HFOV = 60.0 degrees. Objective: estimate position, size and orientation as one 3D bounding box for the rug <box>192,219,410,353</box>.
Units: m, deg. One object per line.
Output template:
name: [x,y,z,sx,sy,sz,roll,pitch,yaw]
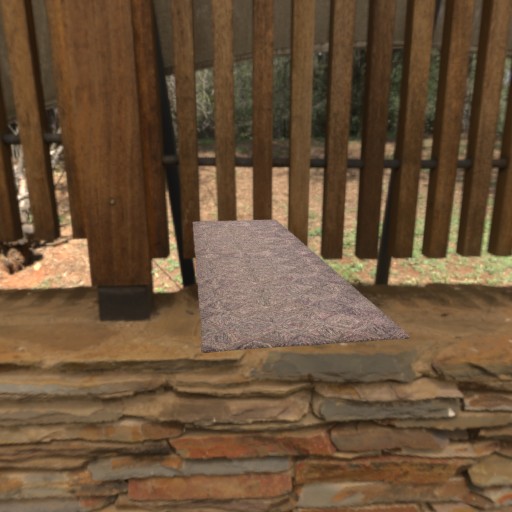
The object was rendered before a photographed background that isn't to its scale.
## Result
rug: [0.000,0.000,2.517,0.691,0.011,2.296,-2,15,-8]
